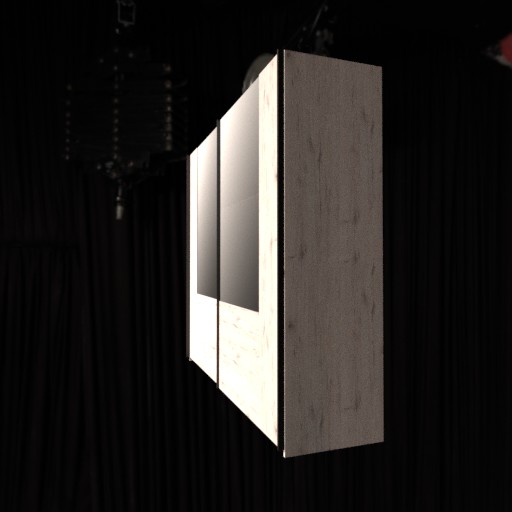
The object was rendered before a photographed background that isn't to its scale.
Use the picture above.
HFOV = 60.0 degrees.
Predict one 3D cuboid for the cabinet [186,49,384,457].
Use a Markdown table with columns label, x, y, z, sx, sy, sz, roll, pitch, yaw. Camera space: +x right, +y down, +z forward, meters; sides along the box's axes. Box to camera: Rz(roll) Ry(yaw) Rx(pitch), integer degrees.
| label | x | y | z | sx | sy | sz | roll | pitch | yaw |
| --- | --- | --- | --- | --- | --- | --- | --- | --- | --- |
| cabinet | 0.000 | 0.000 | 3.642 | 0.660 | 2.180 | 2.500 | 0 | -1 | -20 |
